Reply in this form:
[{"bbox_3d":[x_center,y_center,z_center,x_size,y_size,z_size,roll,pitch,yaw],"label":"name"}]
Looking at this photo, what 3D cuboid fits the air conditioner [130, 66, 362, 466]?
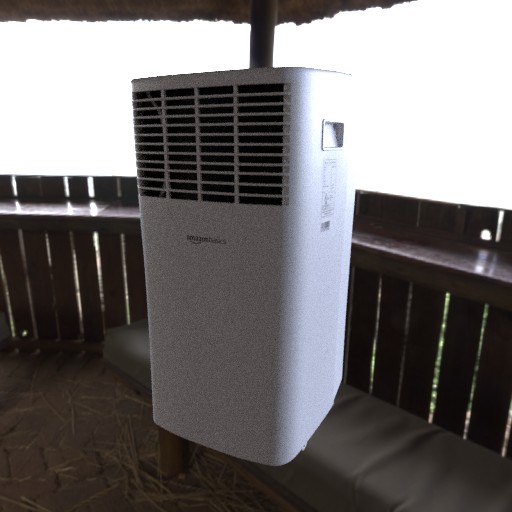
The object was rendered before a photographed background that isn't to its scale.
[{"bbox_3d":[0.000,0.000,0.800,0.304,0.606,0.349,8,16,26],"label":"air conditioner"}]
